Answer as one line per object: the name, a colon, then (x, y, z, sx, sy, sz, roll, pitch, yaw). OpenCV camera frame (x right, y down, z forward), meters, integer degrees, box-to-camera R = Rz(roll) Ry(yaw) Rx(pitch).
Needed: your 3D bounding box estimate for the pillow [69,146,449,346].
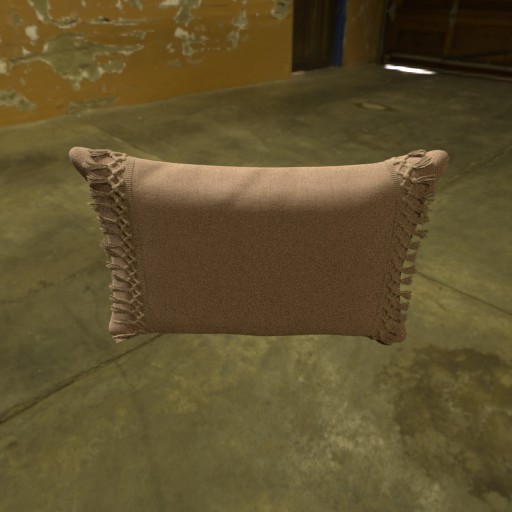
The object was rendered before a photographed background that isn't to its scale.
pillow: (0.000, 0.000, 0.614, 0.466, 0.305, 0.084, 1, 31, 2)
